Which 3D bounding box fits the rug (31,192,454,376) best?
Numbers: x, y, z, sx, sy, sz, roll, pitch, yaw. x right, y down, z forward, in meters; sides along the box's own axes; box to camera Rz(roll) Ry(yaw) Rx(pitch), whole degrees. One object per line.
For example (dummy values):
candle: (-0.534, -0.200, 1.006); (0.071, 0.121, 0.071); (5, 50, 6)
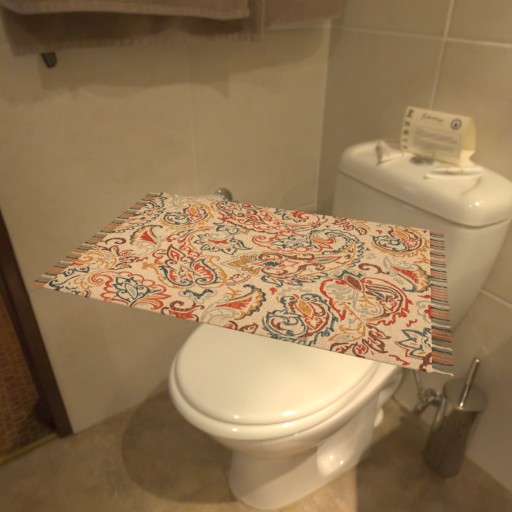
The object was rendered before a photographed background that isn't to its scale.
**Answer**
rug: (0.000, 0.000, 2.449); (1.997, 0.010, 1.218); (10, 33, 15)
